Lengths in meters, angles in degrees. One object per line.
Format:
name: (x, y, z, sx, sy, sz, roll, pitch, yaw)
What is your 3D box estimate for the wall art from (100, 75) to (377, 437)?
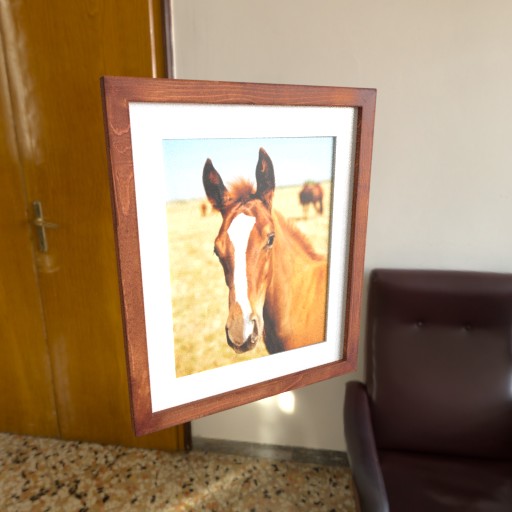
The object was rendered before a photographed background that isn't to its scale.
wall art: (0.000, 0.000, 0.767, 0.462, 0.558, 0.030, -8, 18, -26)
